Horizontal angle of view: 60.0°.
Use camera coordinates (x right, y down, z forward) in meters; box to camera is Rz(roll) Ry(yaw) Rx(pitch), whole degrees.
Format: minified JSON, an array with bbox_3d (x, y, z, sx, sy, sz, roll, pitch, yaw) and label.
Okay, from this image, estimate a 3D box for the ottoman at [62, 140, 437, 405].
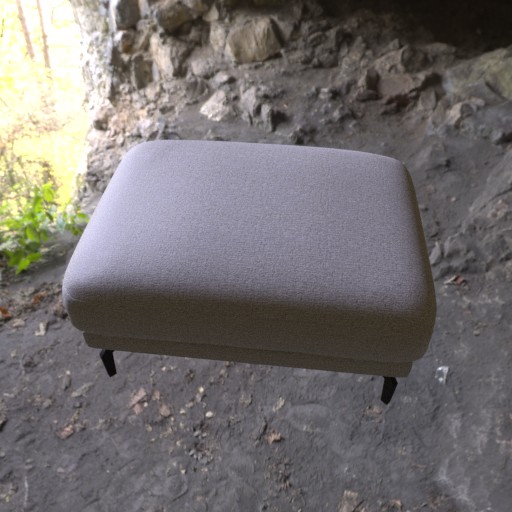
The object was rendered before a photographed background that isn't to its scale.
[{"bbox_3d":[0.000,0.000,1.119,0.772,0.420,0.568,5,48,4],"label":"ottoman"}]
